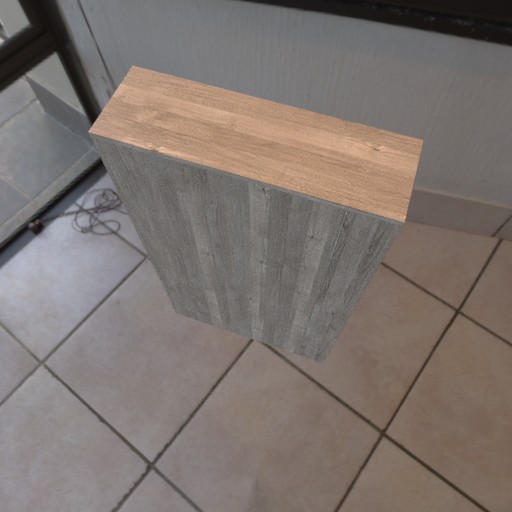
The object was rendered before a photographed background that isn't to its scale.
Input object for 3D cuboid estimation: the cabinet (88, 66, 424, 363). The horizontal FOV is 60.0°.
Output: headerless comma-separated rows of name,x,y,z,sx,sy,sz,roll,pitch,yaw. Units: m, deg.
cabinet,0.000,0.000,1.613,0.750,1.280,0.250,17,65,8
